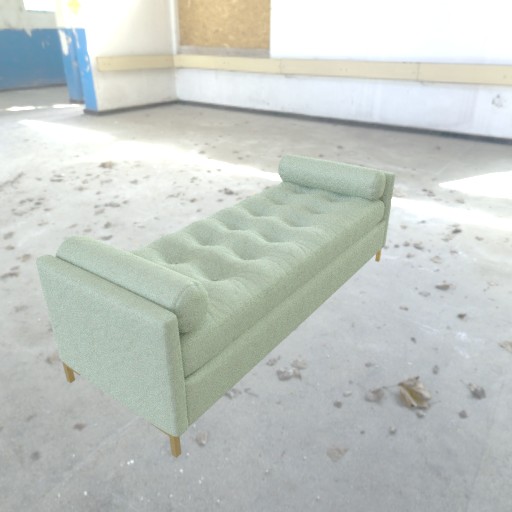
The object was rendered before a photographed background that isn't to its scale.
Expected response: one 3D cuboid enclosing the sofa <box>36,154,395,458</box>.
[{"bbox_3d":[0.000,0.000,2.508,0.796,0.705,2.102,18,32,32],"label":"sofa"}]
